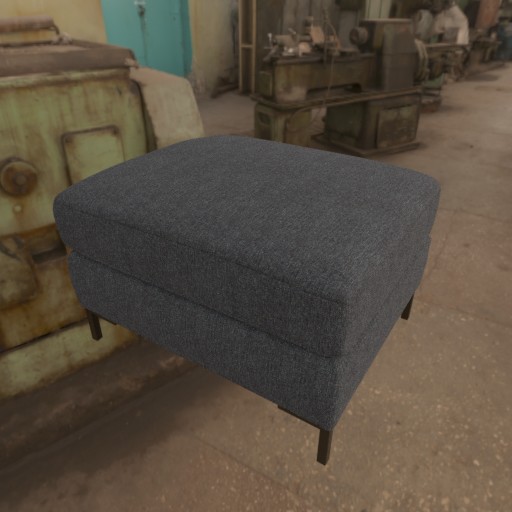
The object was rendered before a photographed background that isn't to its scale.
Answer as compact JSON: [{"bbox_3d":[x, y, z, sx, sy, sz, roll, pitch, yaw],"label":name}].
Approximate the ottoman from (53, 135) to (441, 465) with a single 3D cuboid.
[{"bbox_3d":[0.000,0.000,1.289,0.831,0.533,0.695,18,35,28],"label":"ottoman"}]
